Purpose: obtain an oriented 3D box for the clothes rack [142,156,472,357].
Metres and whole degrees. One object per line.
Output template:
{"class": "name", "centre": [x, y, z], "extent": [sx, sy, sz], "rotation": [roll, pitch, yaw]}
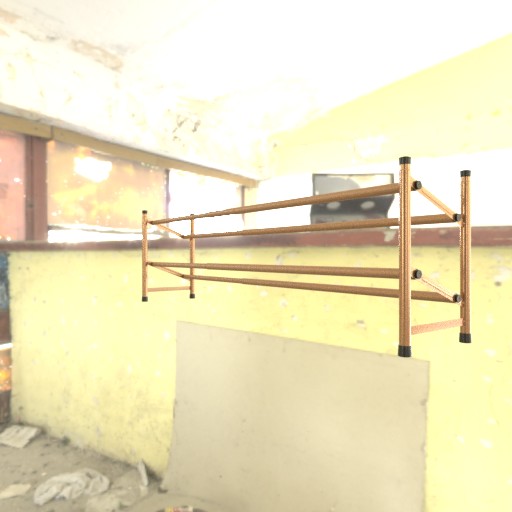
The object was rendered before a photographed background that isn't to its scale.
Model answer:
{"class": "clothes rack", "centre": [0.000, 0.000, 1.296], "extent": [0.229, 0.349, 1.168], "rotation": [0, 0, -37]}
